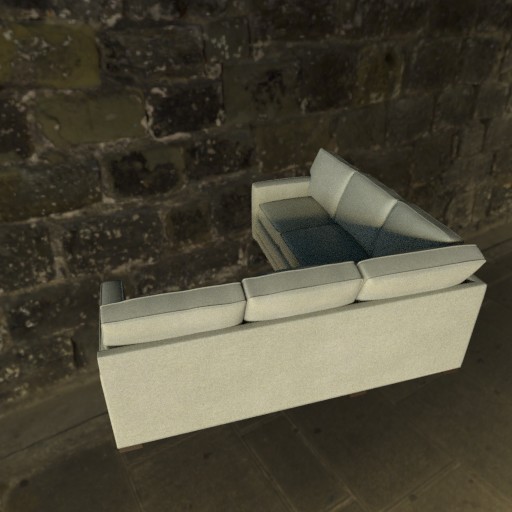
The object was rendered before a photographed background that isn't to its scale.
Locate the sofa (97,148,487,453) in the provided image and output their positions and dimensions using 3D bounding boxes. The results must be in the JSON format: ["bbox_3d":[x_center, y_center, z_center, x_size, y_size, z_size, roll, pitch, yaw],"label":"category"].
[{"bbox_3d":[0.000,0.000,3.325,2.211,0.936,2.188,-9,32,-15],"label":"sofa"}]
